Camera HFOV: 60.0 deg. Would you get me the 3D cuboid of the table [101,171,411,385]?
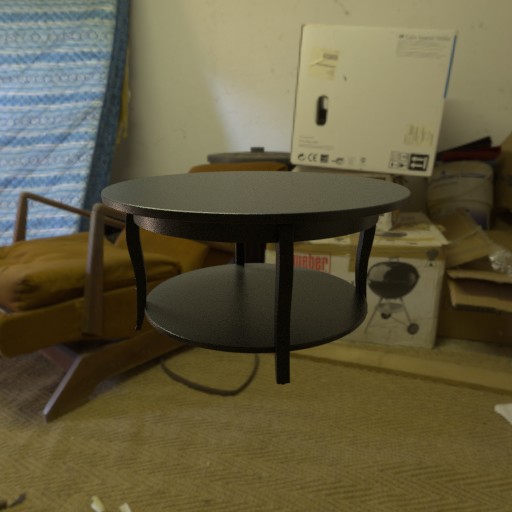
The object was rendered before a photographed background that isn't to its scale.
[{"bbox_3d":[0.000,0.000,1.444,0.914,0.457,0.914,0,16,0],"label":"table"}]
